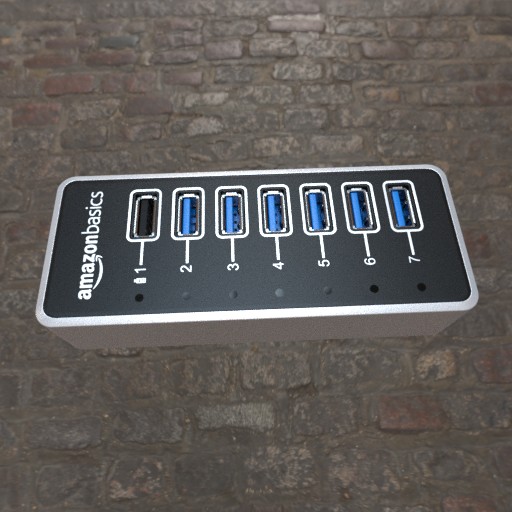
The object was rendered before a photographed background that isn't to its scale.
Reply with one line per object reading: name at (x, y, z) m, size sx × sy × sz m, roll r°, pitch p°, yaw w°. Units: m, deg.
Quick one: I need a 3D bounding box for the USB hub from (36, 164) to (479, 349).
USB hub at (0.000, 0.000, 0.127) m, size 0.110 × 0.023 × 0.044 m, roll -2°, pitch 64°, yaw -1°
